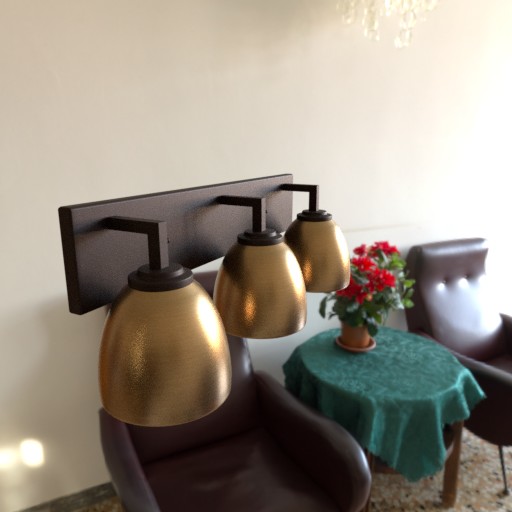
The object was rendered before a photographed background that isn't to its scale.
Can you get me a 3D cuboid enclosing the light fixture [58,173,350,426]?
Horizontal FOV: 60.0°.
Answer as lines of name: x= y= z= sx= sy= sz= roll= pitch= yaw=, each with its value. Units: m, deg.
light fixture: x=0.000 y=0.000 z=0.658 sx=0.157 sy=0.204 sz=0.582 roll=8 pitch=16 yaw=27
